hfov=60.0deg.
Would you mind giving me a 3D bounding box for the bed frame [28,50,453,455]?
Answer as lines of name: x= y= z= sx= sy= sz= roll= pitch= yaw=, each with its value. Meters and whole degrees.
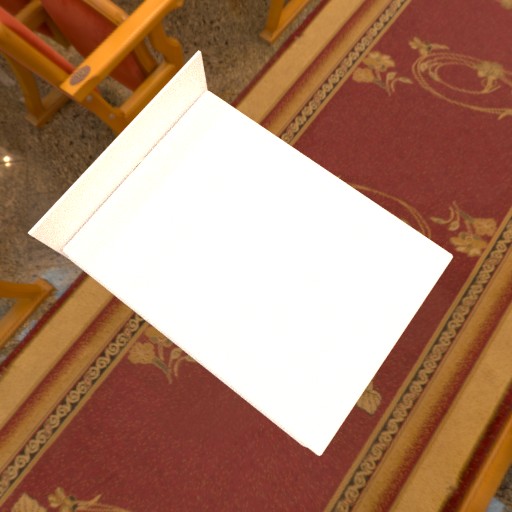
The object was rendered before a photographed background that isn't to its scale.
bed frame: x=0.000 y=0.000 z=2.673 sx=1.900 sy=0.800 sz=1.400 roll=36 pitch=78 yaw=9
